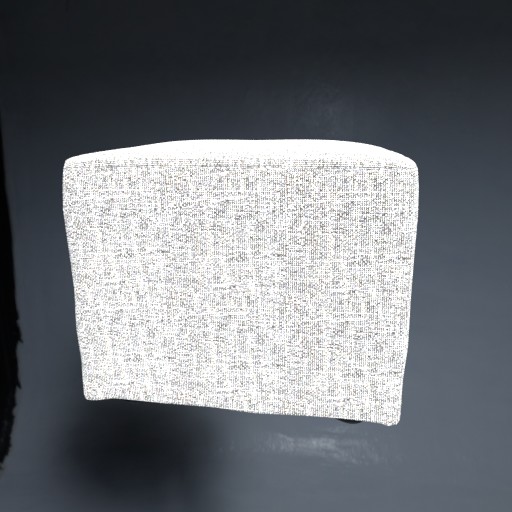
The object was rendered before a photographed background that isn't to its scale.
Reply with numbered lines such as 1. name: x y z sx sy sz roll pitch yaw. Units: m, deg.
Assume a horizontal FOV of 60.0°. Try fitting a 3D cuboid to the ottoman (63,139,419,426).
1. ottoman: 0.000 0.000 0.892 0.521 0.453 0.512 2 14 9
